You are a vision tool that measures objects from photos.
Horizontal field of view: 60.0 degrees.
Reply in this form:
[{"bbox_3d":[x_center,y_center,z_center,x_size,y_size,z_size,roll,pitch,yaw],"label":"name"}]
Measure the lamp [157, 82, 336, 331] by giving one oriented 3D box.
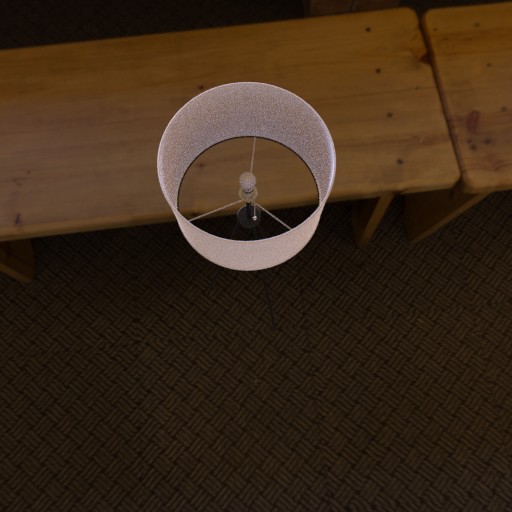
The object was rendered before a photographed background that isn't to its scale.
[{"bbox_3d":[0.000,0.000,1.749,0.448,1.545,0.458,-37,78,-10],"label":"lamp"}]
